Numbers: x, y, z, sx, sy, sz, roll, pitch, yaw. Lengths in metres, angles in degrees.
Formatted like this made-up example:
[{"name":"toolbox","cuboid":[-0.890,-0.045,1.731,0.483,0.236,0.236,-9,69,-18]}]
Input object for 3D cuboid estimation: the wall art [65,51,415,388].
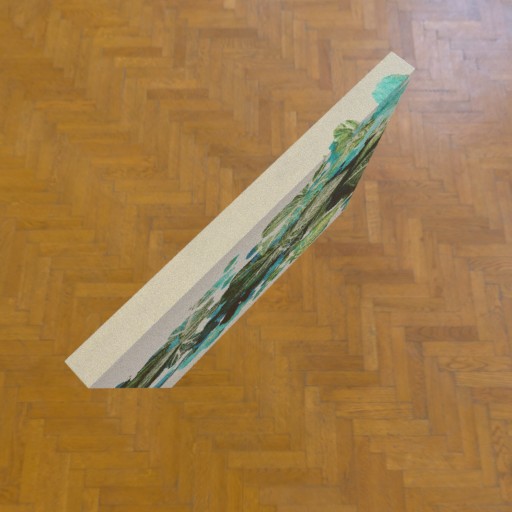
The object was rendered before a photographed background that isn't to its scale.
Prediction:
[{"name":"wall art","cuboid":[0.000,0.000,0.689,0.041,0.435,0.507,43,78,11]}]
